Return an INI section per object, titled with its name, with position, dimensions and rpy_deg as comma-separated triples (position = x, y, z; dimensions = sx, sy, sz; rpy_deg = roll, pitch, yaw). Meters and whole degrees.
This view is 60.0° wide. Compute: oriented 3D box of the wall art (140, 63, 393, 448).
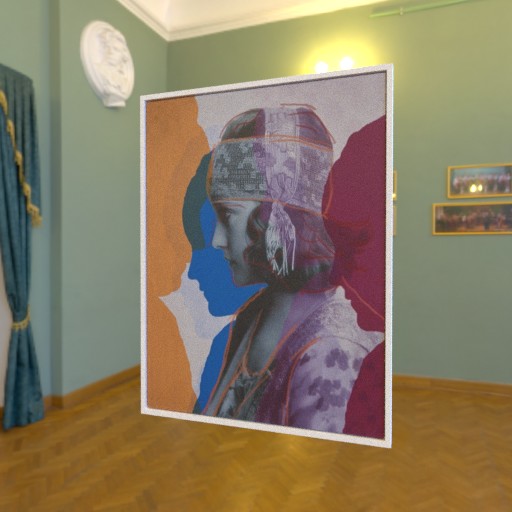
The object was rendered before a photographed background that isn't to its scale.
[wall art]
position = 0.000, 0.000, 1.353
dimensions = 0.795, 1.050, 0.039
rpy_deg = 0, 1, 19
